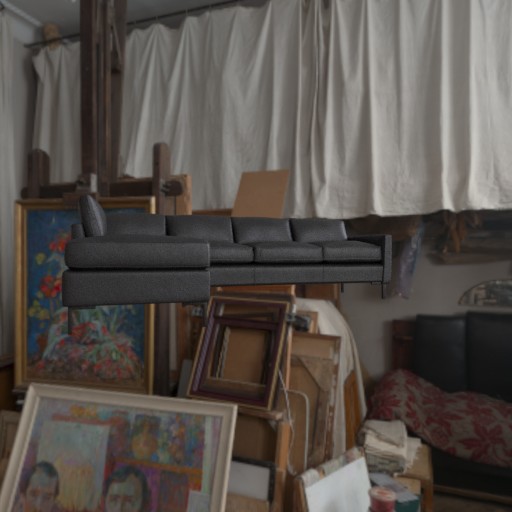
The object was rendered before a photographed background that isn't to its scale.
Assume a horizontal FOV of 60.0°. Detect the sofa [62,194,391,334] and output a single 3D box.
[{"bbox_3d":[0.000,0.000,3.874,2.984,0.877,1.938,0,0,-20],"label":"sofa"}]
